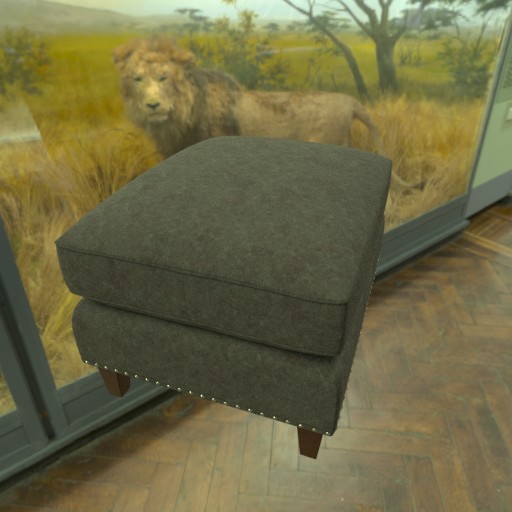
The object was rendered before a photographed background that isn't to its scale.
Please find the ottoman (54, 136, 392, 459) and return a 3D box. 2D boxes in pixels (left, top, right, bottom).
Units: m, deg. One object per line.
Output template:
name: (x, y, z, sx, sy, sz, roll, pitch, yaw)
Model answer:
ottoman: (0.000, 0.000, 1.142, 0.584, 0.513, 0.741, 11, 32, 17)
